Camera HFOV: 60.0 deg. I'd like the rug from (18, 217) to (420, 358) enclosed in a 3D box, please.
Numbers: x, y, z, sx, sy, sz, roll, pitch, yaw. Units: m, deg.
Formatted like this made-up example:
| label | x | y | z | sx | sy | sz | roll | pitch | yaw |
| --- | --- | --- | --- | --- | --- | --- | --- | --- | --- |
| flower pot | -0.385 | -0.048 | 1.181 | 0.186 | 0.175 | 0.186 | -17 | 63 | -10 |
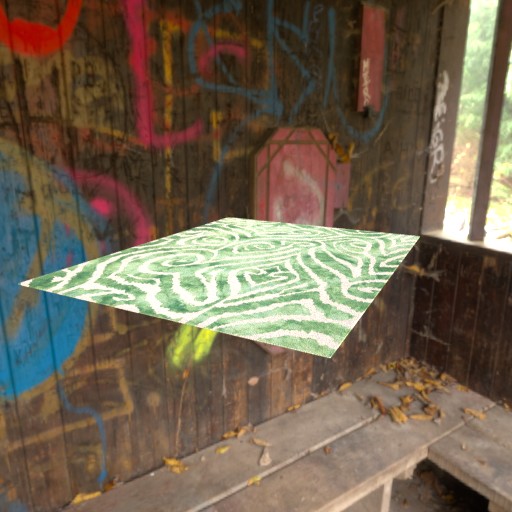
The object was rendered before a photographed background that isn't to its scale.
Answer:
| label | x | y | z | sx | sy | sz | roll | pitch | yaw |
| --- | --- | --- | --- | --- | --- | --- | --- | --- | --- |
| rug | 0.000 | 0.000 | 4.076 | 2.436 | 0.007 | 3.045 | 8 | 17 | 27 |
